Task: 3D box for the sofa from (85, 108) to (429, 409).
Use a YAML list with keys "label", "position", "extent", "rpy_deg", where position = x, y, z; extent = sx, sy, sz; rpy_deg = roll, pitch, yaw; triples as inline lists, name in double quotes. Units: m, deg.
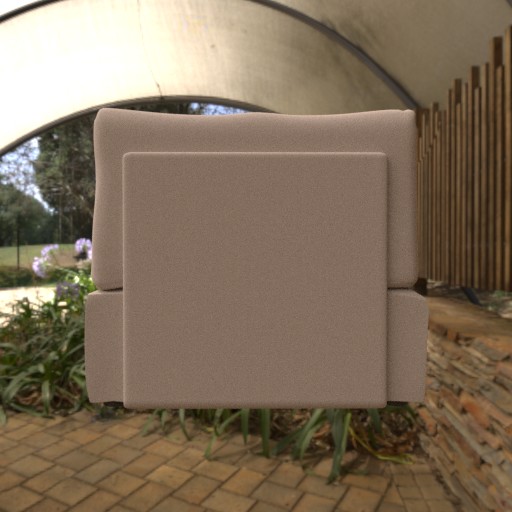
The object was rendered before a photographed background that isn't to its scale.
- label: "sofa"
  position: [0.000, 0.000, 1.674]
  extent: [0.935, 0.828, 1.000]
  rpy_deg: [0, 1, 0]
